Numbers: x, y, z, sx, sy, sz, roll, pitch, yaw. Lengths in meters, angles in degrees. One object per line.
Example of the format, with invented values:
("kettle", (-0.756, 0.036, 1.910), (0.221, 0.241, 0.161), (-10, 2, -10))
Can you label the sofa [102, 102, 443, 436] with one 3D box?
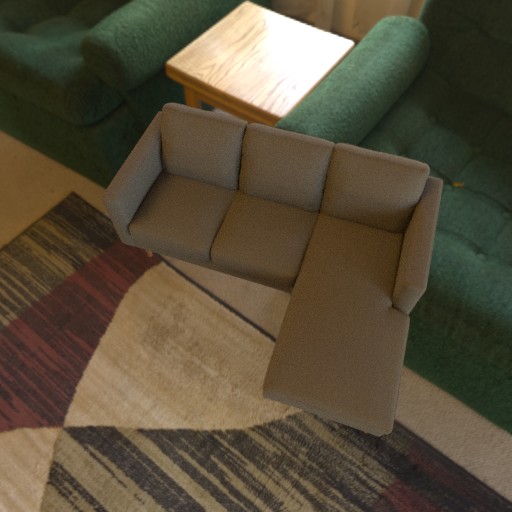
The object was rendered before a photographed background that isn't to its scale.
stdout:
("sofa", (0.000, 0.000, 2.848), (2.031, 0.897, 1.591), (16, 60, 10))
